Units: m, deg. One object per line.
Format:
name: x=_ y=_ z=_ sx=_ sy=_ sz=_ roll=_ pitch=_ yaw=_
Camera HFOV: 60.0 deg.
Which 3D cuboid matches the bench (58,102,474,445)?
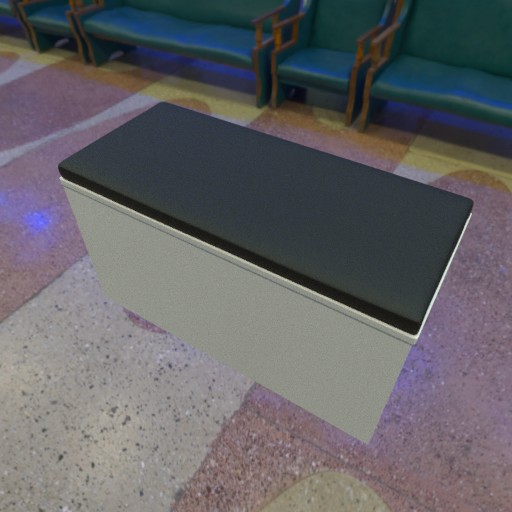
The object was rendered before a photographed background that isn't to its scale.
bench: x=0.000 y=0.000 z=1.191 sx=0.899 sy=0.500 sz=0.401 roll=24 pitch=50 yaw=22
